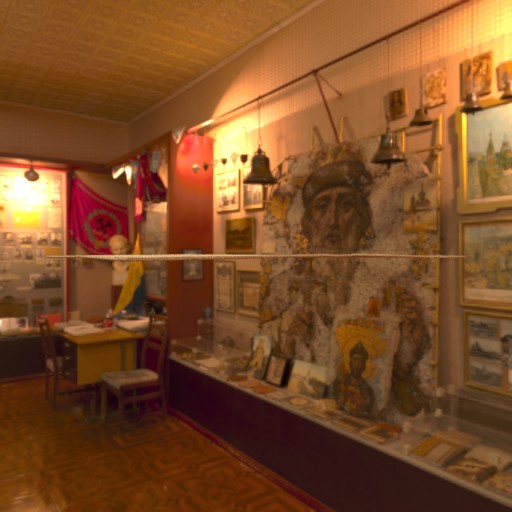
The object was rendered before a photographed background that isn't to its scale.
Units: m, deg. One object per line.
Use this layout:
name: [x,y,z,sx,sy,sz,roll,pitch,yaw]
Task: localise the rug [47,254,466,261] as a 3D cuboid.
rug: [0.000,0.000,2.936,2.283,0.030,1.596,0,0,-34]
